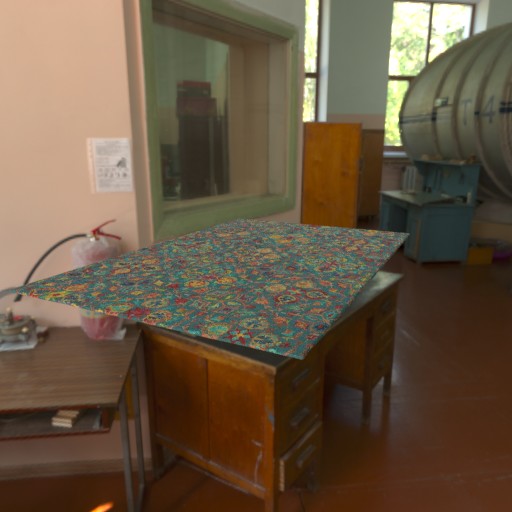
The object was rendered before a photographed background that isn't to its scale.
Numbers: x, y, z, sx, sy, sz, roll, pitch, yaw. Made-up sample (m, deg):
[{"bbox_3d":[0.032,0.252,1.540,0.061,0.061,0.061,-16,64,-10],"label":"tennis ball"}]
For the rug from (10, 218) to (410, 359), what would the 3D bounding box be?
[{"bbox_3d":[0.000,0.000,2.803,1.527,0.016,2.290,7,16,26],"label":"rug"}]
